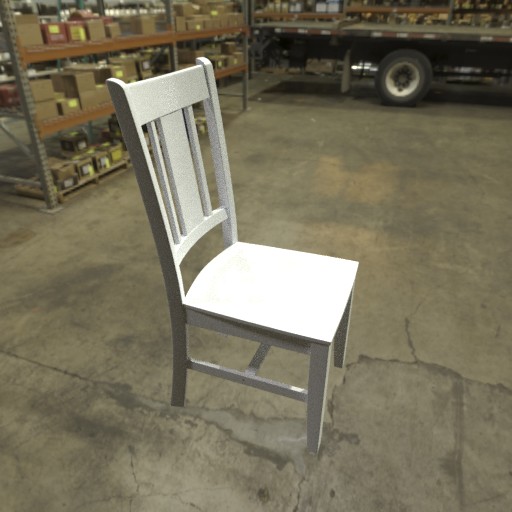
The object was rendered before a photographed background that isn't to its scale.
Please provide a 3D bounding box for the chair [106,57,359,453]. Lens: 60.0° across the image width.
[{"bbox_3d":[0.000,0.000,1.287,0.555,0.998,0.450,11,32,18],"label":"chair"}]
